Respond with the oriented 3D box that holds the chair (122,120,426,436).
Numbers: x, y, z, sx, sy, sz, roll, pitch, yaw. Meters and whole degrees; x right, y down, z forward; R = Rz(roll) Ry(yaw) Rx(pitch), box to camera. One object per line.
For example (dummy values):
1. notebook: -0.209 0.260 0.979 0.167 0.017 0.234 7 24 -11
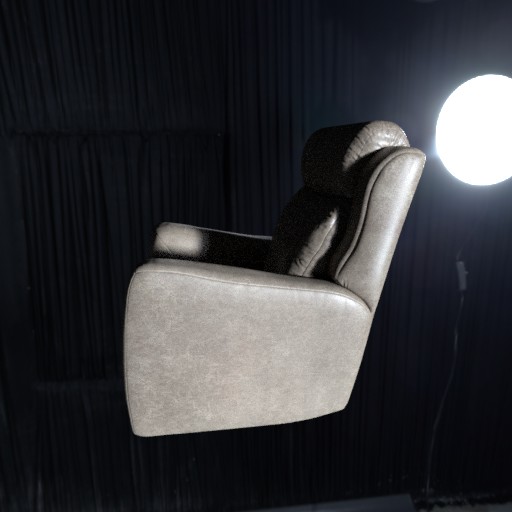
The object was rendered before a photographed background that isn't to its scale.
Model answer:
1. chair: 0.000 0.000 1.944 1.068 1.116 0.967 -2 14 -8
